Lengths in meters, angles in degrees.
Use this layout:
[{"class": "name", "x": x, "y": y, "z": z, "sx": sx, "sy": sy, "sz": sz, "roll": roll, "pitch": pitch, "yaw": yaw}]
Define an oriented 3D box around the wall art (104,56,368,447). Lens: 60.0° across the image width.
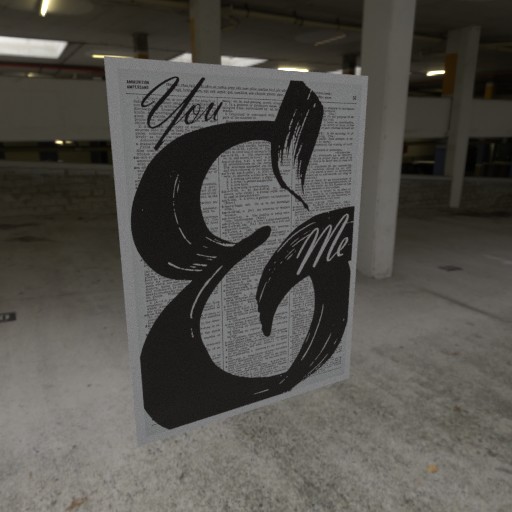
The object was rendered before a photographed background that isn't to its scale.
[{"class": "wall art", "x": 0.000, "y": 0.000, "z": 0.773, "sx": 0.457, "sy": 0.609, "sz": 0.003, "roll": -8, "pitch": 18, "yaw": -27}]
